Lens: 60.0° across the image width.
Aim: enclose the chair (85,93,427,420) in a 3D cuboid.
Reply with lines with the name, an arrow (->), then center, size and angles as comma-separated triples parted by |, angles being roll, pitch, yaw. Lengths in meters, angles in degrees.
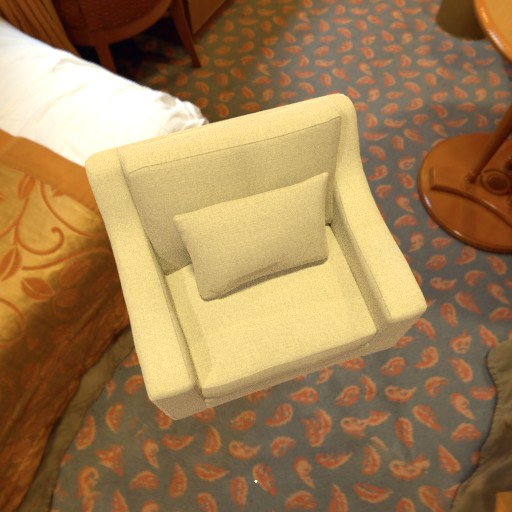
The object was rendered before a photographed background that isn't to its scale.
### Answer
chair -> 0.000, 0.000, 1.986 | 1.178, 1.016, 1.009 | -16, 64, -8
